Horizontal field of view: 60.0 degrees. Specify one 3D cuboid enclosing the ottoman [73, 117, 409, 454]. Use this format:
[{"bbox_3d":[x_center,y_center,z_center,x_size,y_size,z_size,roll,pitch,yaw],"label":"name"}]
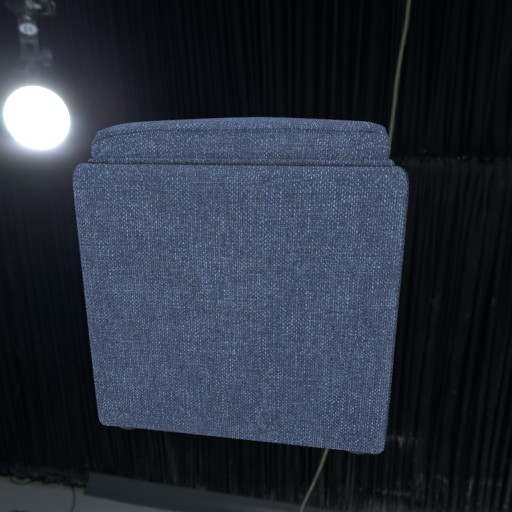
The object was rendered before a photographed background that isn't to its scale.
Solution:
[{"bbox_3d":[0.000,0.000,0.826,0.454,0.493,0.436,2,16,9],"label":"ottoman"}]
